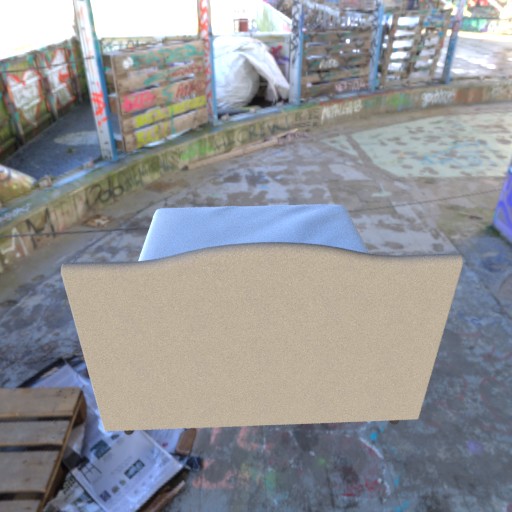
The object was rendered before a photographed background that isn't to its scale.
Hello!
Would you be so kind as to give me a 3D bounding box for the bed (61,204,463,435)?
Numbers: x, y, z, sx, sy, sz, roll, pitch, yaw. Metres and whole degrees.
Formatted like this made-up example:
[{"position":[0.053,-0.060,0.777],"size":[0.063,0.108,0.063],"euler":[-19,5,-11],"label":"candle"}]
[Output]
[{"position":[0.000,0.000,3.504],"size":[2.083,1.421,2.182],"euler":[-1,31,-2],"label":"bed"}]
